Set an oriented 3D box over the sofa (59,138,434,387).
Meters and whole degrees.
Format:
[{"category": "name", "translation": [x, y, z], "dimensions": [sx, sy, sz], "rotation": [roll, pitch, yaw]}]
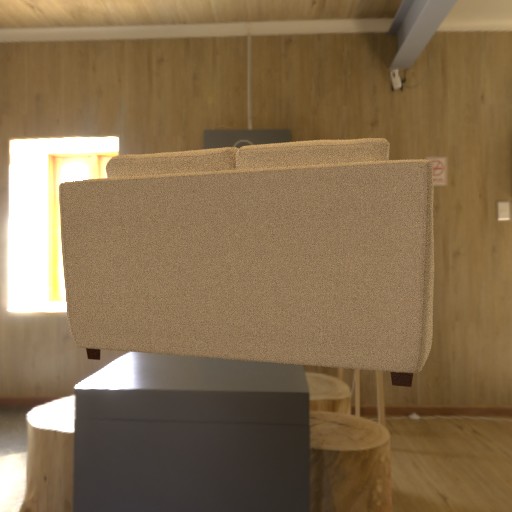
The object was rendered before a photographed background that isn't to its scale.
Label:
[{"category": "sofa", "translation": [0.000, 0.000, 2.373], "dimensions": [1.744, 1.047, 1.040], "rotation": [0, 0, 18]}]
